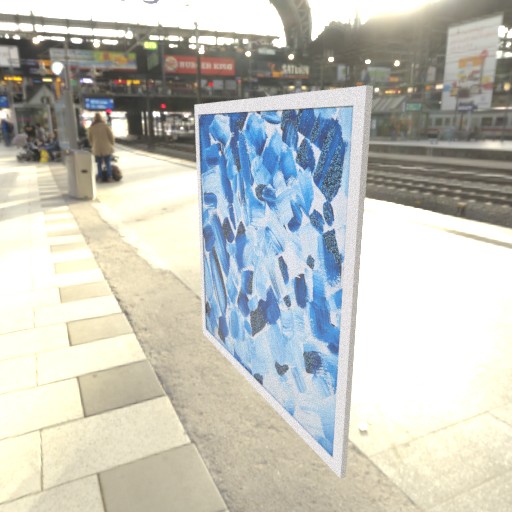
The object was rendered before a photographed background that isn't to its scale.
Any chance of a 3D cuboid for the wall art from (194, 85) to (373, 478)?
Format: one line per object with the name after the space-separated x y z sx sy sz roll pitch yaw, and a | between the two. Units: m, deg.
0.000 0.000 1.209 0.015 0.812 0.812 -9 18 -27 | wall art
